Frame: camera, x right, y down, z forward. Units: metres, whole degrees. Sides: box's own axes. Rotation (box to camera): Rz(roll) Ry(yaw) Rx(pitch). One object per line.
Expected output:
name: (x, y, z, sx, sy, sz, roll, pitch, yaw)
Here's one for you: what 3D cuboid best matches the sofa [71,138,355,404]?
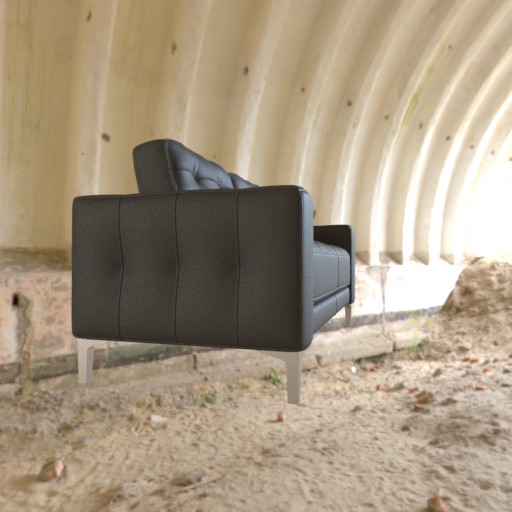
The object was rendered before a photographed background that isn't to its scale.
sofa: (0.000, 0.000, 2.205, 0.833, 0.893, 1.726, 0, -1, 17)
